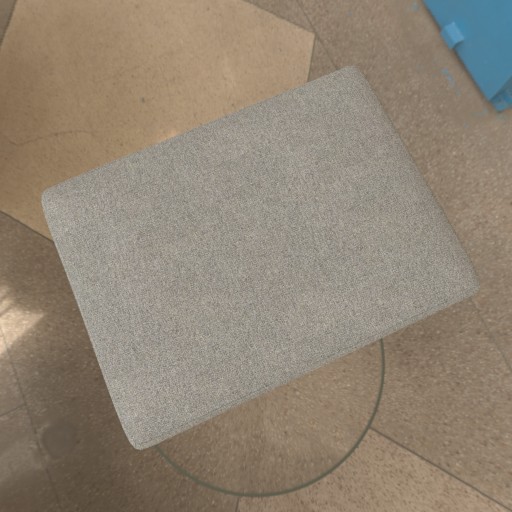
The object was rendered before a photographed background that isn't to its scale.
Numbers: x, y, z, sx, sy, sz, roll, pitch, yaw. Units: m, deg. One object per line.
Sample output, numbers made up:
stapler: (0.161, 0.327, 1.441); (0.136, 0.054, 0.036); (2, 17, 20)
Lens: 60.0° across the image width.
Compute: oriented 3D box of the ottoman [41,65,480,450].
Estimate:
ottoman: (0.000, 0.000, 1.137); (0.821, 0.441, 0.611); (-24, 78, -5)
